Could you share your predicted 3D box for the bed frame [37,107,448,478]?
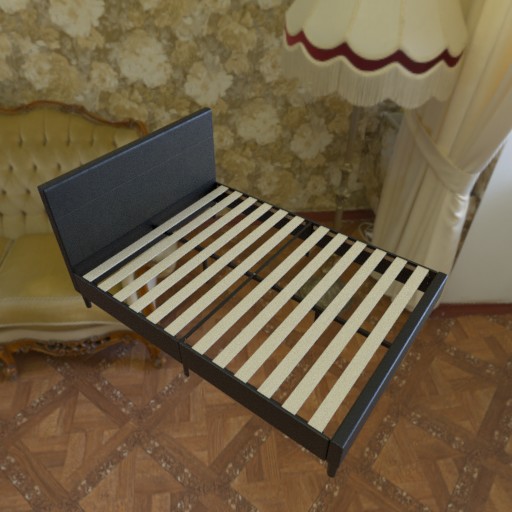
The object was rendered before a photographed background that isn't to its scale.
[{"bbox_3d":[0.000,0.000,3.186,2.318,1.127,1.634,26,47,27],"label":"bed frame"}]
